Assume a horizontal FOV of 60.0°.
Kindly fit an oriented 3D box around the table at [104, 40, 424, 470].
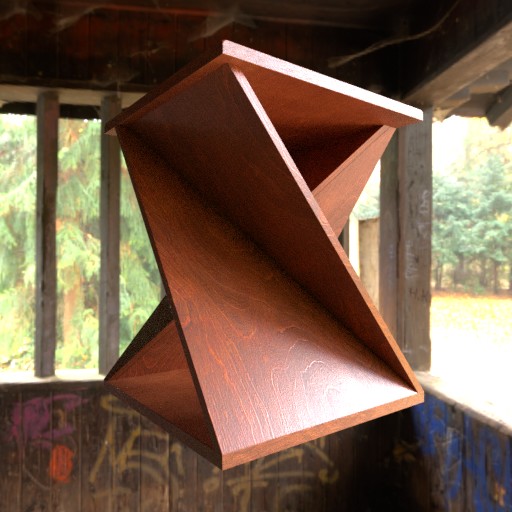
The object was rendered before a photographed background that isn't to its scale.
[{"bbox_3d":[0.000,0.000,0.832,0.427,0.520,0.427,0,-1,-37],"label":"table"}]
